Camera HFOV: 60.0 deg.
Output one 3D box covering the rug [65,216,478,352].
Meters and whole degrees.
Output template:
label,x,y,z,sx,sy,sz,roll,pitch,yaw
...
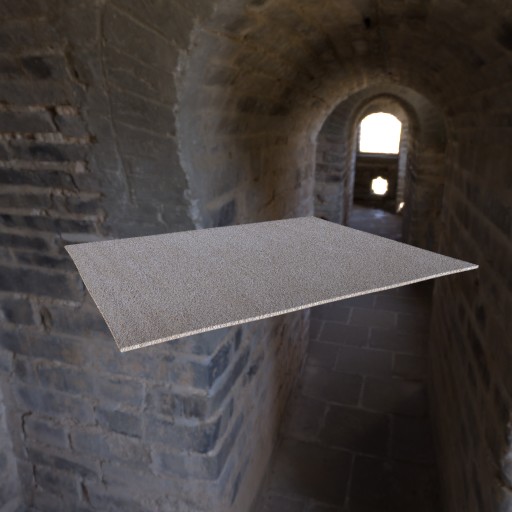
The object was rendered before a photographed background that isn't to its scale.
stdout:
label,x,y,z,sx,sy,sz,roll,pitch,yaw
rug,0.000,0.000,4.083,3.000,0.026,2.400,-9,19,-28
